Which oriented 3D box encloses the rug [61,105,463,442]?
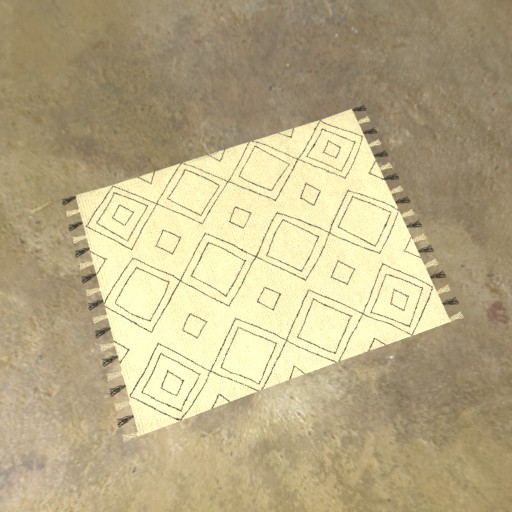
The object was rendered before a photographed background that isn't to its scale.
[{"bbox_3d":[0.000,0.000,4.185,3.221,0.026,2.342,-19,75,-5],"label":"rug"}]
